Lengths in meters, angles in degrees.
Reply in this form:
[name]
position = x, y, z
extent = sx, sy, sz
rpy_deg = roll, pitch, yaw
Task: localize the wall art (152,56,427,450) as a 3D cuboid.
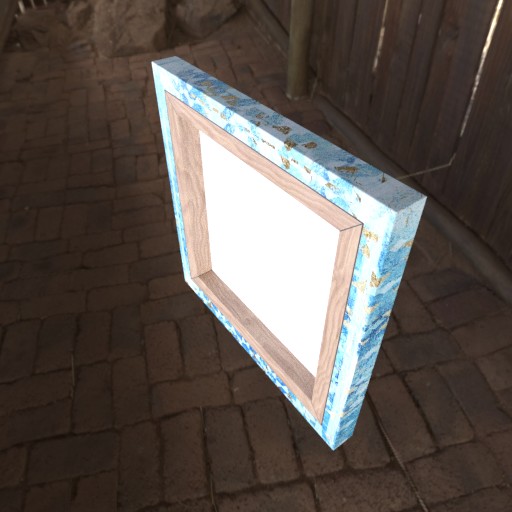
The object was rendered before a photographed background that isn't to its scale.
[wall art]
position = 0.000, 0.000, 0.598
extent = 0.037, 0.405, 0.405
rpy_deg = -27, 49, -26
